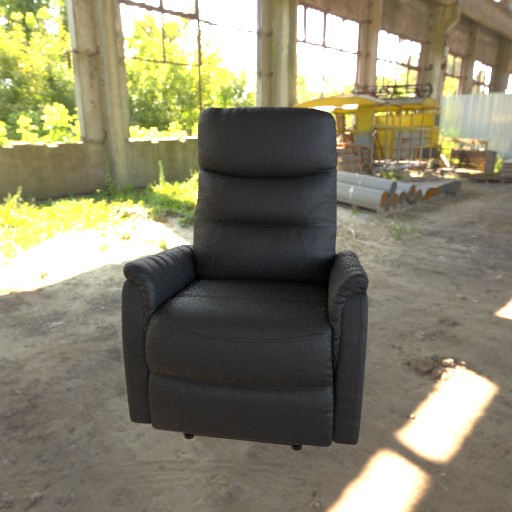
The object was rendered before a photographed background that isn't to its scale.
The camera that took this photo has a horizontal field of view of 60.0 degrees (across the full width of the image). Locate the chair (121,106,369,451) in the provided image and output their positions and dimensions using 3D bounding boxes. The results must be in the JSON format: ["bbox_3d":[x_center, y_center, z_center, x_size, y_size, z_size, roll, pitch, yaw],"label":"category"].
[{"bbox_3d":[0.000,0.000,1.651,0.775,1.082,0.831,2,16,8],"label":"chair"}]
